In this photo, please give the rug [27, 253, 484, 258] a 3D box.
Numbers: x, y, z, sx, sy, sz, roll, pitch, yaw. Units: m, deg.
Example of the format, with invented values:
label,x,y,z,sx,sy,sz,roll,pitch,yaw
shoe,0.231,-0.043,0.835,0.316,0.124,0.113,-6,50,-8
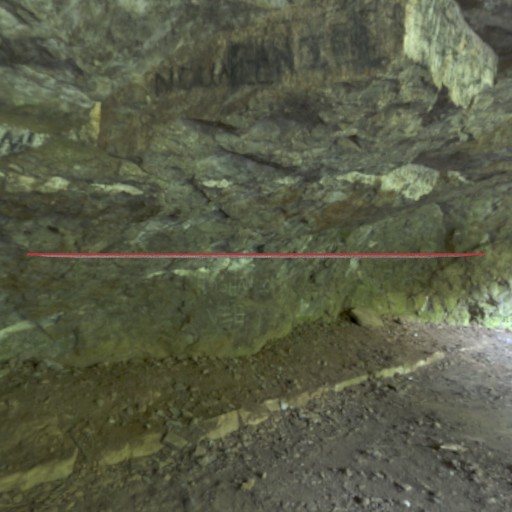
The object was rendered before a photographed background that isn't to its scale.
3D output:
label,x,y,z,sx,sy,sz,roll,pitch,yaw
rug,0.000,0.000,2.548,2.292,0.015,0.659,0,-1,-1
